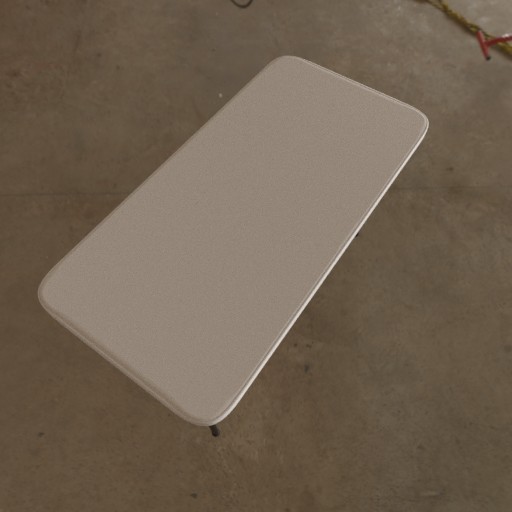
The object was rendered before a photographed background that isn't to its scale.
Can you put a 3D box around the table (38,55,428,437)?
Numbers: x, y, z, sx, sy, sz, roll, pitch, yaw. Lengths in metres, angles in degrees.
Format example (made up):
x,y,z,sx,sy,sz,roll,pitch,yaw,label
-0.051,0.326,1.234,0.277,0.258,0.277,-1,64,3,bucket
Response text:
x,y,z,sx,sy,sz,roll,pitch,yaw,label
0.000,0.000,1.623,0.610,0.729,1.219,31,65,17,table
